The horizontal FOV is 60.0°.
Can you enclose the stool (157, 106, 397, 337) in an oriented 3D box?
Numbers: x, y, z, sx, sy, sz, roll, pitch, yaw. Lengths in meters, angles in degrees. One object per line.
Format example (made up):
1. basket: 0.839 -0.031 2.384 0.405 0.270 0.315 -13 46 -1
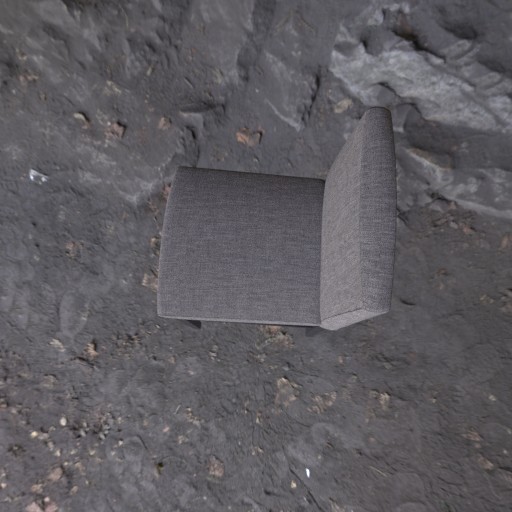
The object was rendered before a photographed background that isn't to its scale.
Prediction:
1. stool: 0.000 0.000 1.415 0.552 1.138 0.451 4 76 1
